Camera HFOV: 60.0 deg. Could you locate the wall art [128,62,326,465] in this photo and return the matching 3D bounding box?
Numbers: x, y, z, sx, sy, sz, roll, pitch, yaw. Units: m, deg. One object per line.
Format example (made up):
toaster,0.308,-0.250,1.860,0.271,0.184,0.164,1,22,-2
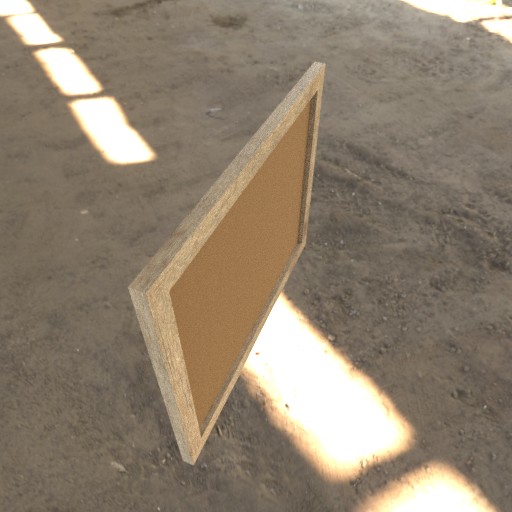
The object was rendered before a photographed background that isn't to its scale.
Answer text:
wall art,0.000,0.000,0.916,0.026,0.535,0.690,17,48,16
